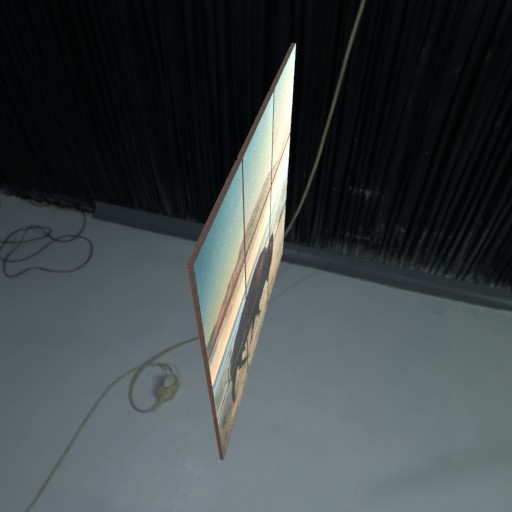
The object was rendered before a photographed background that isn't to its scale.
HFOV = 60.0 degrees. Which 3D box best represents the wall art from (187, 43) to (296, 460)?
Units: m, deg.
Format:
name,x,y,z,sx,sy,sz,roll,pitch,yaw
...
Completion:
name,x,y,z,sx,sy,sz,roll,pitch,yaw
wall art,0.000,0.000,1.341,0.018,0.904,0.906,10,48,9
